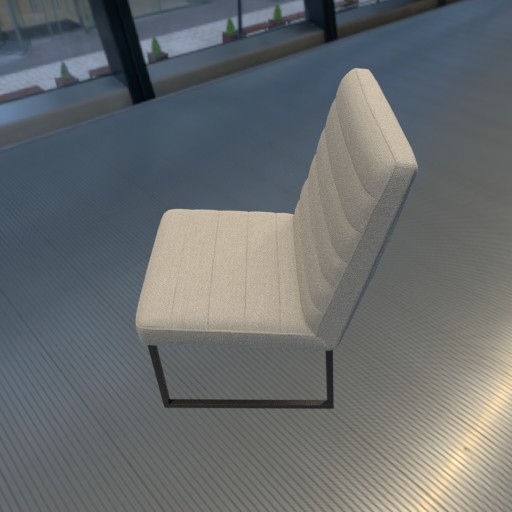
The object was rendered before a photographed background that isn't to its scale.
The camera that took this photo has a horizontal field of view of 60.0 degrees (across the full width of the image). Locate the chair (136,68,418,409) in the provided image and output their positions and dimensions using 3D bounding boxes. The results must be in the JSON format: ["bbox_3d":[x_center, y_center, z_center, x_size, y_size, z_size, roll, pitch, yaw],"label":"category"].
[{"bbox_3d":[0.000,0.000,1.312,0.634,0.930,0.520,0,42,0],"label":"chair"}]
